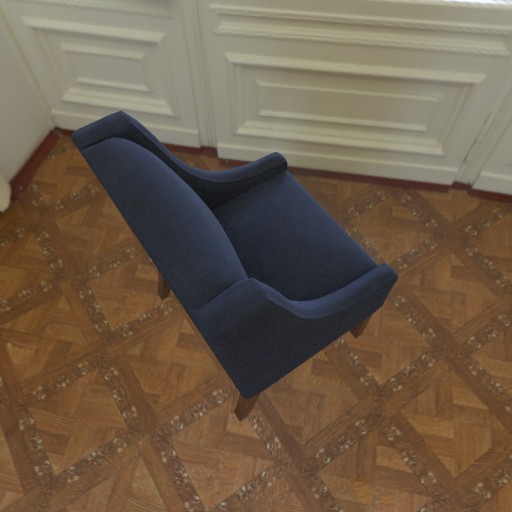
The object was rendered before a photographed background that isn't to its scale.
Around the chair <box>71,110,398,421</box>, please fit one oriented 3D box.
[{"bbox_3d":[0.000,0.000,1.353,0.629,0.895,0.629,-31,64,-17],"label":"chair"}]
